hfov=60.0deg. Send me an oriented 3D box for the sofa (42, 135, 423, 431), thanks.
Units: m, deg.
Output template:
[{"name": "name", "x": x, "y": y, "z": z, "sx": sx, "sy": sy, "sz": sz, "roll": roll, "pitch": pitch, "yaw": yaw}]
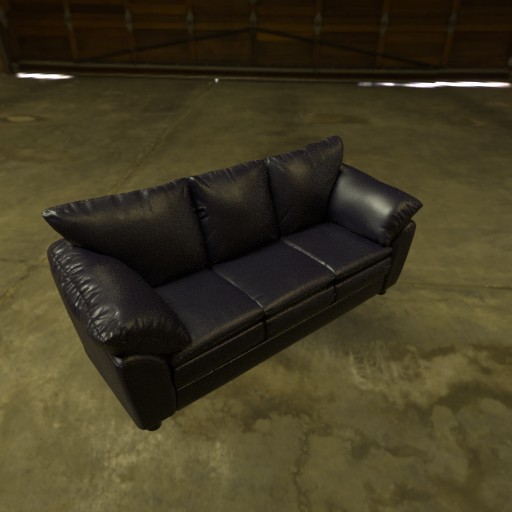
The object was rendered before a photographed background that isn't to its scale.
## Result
[{"name": "sofa", "x": 0.000, "y": 0.000, "z": 2.809, "sx": 2.336, "sy": 1.073, "sz": 0.880, "roll": -22, "pitch": 37, "yaw": -33}]
